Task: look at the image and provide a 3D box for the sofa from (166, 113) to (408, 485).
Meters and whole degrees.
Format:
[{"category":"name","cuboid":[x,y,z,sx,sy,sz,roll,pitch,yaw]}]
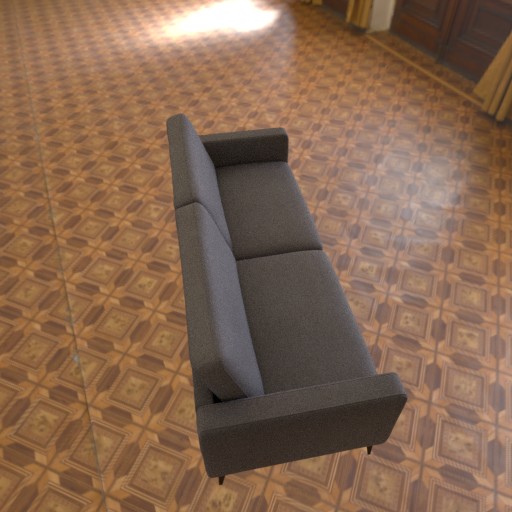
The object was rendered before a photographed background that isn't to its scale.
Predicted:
[{"category":"sofa","cuboid":[0.000,0.000,2.311,0.774,0.828,1.925,-8,46,-8]}]
